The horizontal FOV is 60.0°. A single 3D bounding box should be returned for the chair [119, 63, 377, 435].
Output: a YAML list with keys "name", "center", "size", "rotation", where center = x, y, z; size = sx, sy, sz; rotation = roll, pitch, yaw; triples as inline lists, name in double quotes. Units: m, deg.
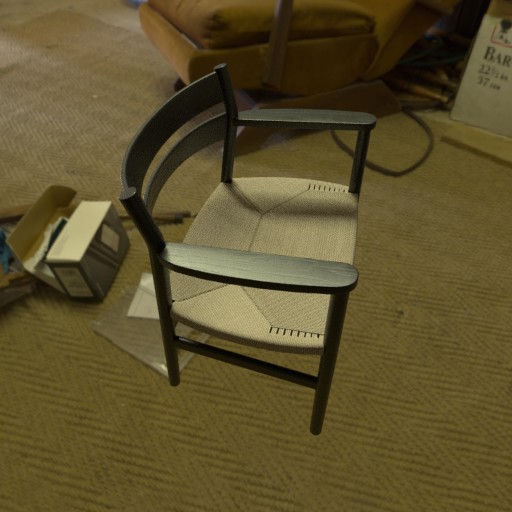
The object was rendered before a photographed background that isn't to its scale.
- name: "chair"
  center: [0.000, 0.000, 1.187]
  size: [0.508, 0.775, 0.630]
  rotation: [10, 47, 10]
